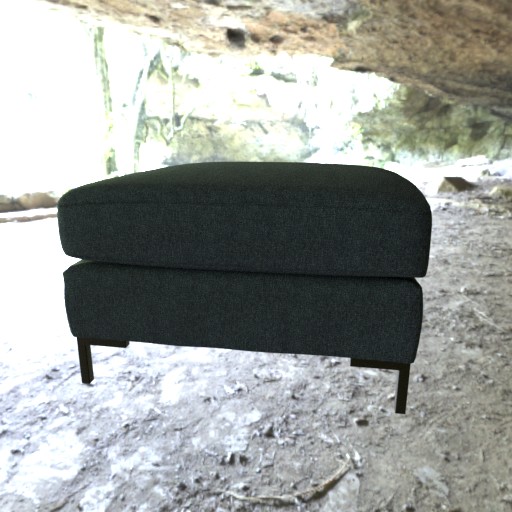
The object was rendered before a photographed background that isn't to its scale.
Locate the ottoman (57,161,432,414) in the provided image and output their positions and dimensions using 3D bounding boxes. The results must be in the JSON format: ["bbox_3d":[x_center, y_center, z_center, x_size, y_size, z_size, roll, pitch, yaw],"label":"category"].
[{"bbox_3d":[0.000,0.000,1.302,0.831,0.533,0.695,3,16,9],"label":"ottoman"}]
